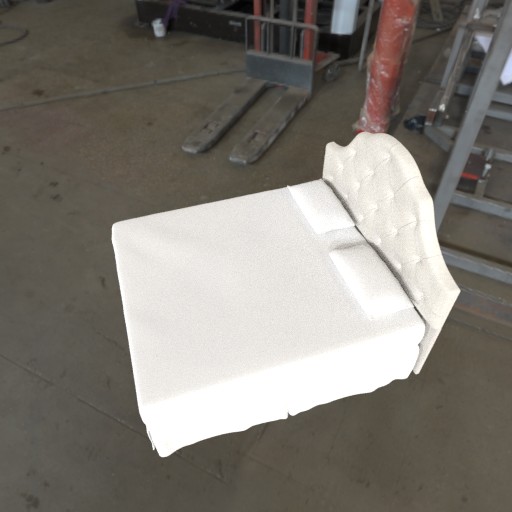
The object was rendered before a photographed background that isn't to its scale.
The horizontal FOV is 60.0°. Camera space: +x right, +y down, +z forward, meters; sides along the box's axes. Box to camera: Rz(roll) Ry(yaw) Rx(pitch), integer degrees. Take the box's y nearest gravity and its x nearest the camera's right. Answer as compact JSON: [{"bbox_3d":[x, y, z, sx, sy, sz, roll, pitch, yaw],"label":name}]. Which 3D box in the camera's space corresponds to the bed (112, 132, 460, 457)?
[{"bbox_3d":[0.000,0.000,3.522,2.214,1.615,2.008,-13,47,-13],"label":"bed"}]
